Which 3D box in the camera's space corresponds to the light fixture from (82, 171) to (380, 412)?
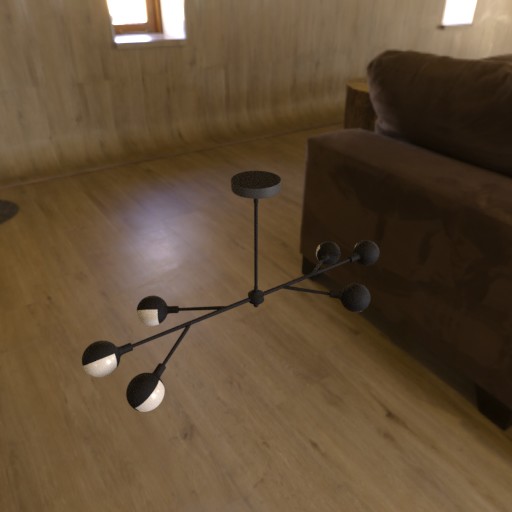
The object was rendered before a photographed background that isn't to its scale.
[{"bbox_3d":[0.000,0.000,0.991,0.778,0.362,0.434,-10,32,-16],"label":"light fixture"}]
